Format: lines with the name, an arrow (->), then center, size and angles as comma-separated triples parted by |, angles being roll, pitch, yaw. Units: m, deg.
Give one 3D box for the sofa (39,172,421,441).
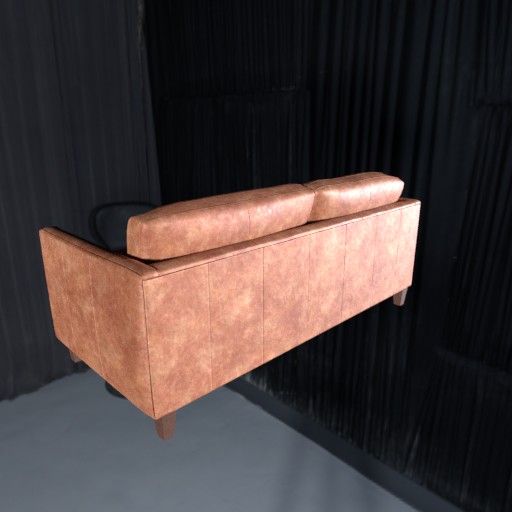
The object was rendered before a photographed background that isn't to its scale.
sofa -> 0.000, 0.000, 2.445 | 1.971, 0.863, 0.923 | -16, 24, -42
